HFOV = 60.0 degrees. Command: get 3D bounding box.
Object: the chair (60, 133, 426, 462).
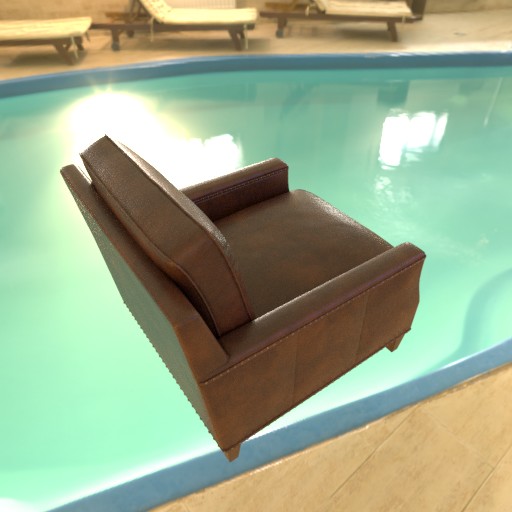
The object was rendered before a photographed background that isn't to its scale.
[{"bbox_3d":[0.000,0.000,1.646,1.014,0.929,0.853,-24,46,-26],"label":"chair"}]
